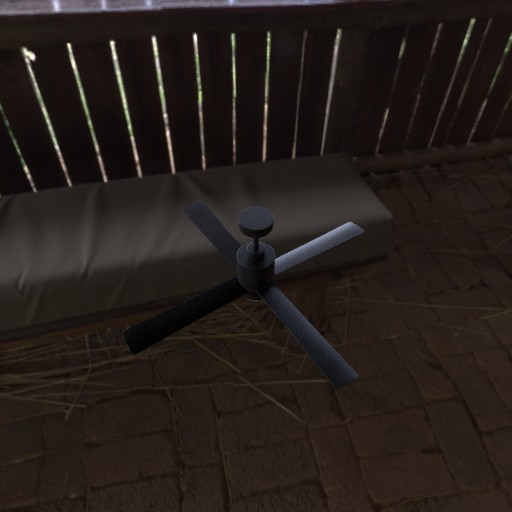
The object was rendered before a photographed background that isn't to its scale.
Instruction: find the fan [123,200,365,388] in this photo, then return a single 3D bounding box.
[{"bbox_3d":[0.000,0.000,2.336,1.525,0.534,1.525,-25,51,-22],"label":"fan"}]
